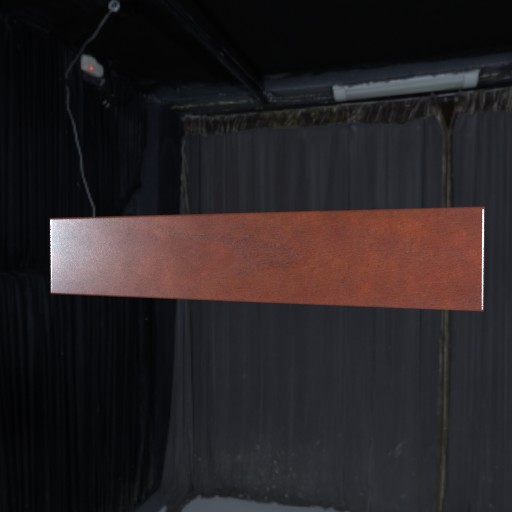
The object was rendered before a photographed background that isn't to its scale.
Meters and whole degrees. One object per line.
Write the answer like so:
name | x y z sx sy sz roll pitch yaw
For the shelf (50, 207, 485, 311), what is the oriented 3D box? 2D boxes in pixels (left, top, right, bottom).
shelf | 0.000 0.000 0.519 0.457 0.088 0.152 0 1 18
